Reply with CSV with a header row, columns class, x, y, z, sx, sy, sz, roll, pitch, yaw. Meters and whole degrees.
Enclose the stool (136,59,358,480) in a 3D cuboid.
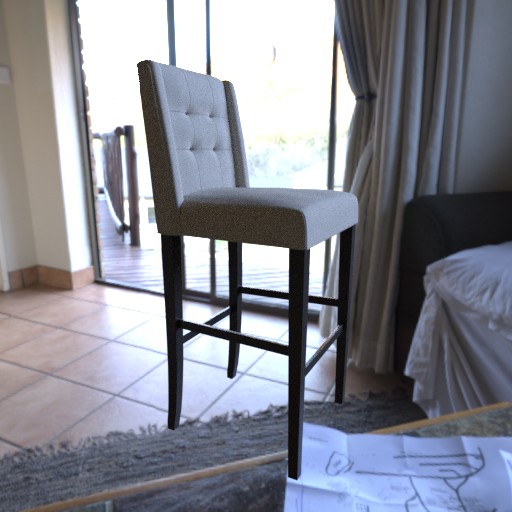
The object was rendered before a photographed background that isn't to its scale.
class,x,y,z,sx,sy,sz,roll,pitch,yaw
stool,0.000,0.000,1.375,0.509,1.116,0.474,7,15,27
